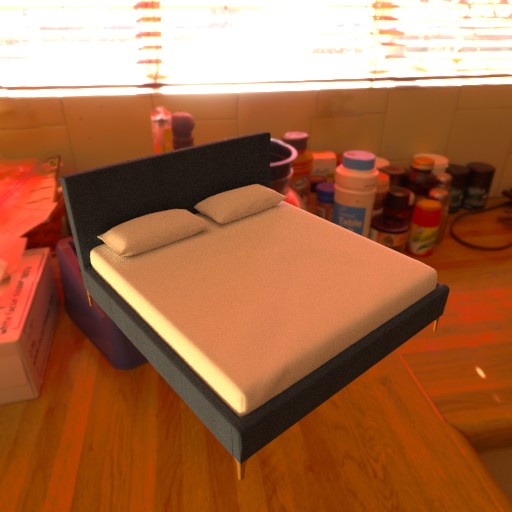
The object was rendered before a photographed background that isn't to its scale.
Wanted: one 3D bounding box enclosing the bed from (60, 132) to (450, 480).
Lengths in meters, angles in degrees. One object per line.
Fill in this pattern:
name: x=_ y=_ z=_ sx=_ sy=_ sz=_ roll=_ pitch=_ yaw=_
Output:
bed: x=0.000 y=0.000 z=3.519 sx=2.096 sy=1.231 sz=2.232 roll=-23 pitch=37 yaw=-34
